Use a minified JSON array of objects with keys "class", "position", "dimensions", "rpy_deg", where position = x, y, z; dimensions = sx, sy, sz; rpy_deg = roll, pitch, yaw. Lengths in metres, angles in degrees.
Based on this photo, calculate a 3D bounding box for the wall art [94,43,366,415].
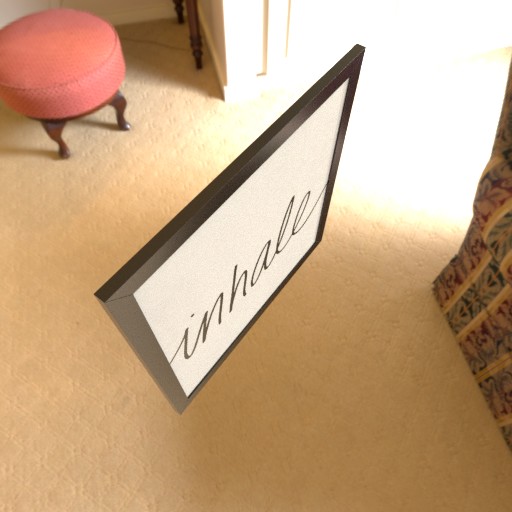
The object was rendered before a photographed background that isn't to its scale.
[{"class":"wall art","position":[0.000,0.000,0.659],"dimensions":[0.014,0.445,0.446],"rpy_deg":[33,64,18]}]
